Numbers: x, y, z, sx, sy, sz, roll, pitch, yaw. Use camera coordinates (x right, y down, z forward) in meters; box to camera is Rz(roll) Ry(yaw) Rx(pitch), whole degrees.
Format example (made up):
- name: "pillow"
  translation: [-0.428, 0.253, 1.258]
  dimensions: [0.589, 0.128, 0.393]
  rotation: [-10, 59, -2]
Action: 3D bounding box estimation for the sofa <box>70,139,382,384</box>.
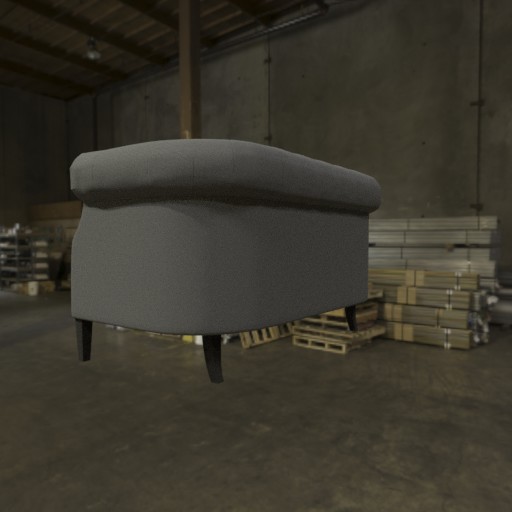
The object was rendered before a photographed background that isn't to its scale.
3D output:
- name: "sofa"
  translation: [0.000, 0.000, 2.097]
  dimensions: [0.835, 0.827, 1.558]
  rotation: [2, 2, 37]
